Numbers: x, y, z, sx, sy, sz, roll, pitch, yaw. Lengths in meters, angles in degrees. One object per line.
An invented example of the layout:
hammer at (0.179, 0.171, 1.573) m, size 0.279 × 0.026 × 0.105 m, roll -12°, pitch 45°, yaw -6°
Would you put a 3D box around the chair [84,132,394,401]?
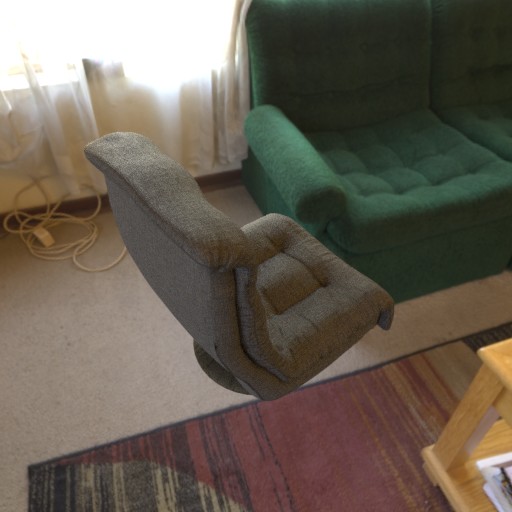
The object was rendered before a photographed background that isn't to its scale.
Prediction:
chair at (0.000, 0.000, 1.259) m, size 0.668 × 0.749 × 0.597 m, roll -26°, pitch 48°, yaw -26°
